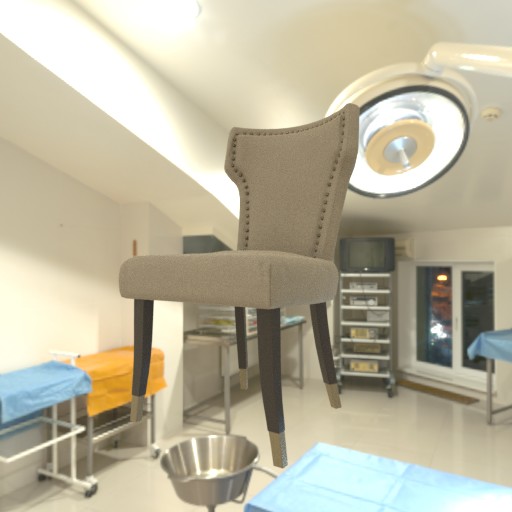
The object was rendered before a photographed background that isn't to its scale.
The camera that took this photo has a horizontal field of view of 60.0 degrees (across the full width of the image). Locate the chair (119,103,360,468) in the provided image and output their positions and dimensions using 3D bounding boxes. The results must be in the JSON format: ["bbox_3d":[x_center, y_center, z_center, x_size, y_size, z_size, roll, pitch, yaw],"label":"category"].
[{"bbox_3d":[0.000,0.000,1.352,0.526,0.955,0.630,0,-1,35],"label":"chair"}]
